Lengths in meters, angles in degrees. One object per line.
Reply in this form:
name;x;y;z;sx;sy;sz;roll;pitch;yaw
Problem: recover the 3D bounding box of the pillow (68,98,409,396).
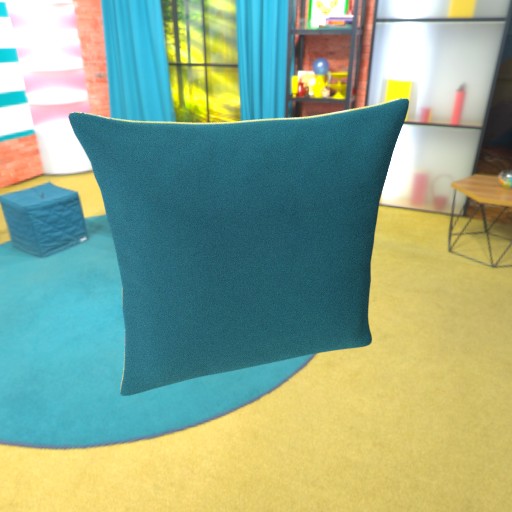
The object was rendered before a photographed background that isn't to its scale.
pillow;0.000;0.000;0.774;0.525;0.508;0.166;-8;28;-15
